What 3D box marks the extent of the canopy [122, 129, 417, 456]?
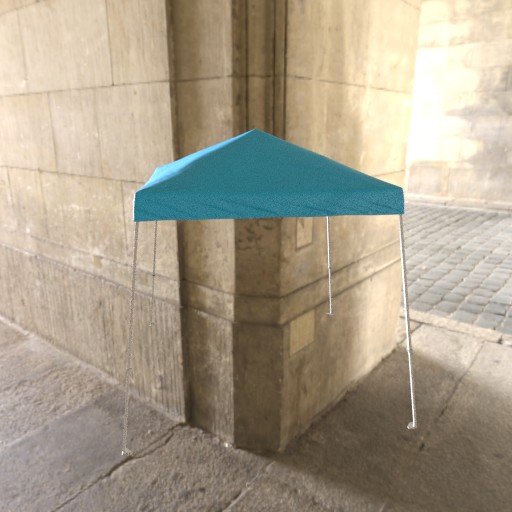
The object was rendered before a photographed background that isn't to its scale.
[{"bbox_3d":[0.000,0.000,5.169,2.849,2.849,2.848,-2,17,-7],"label":"canopy"}]
